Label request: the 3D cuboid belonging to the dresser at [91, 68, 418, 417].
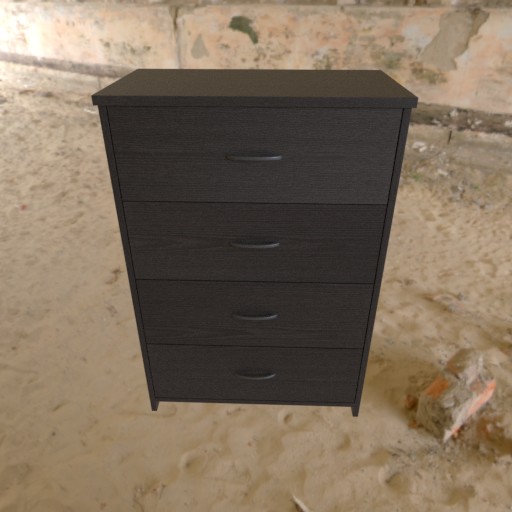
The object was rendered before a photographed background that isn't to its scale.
[{"bbox_3d":[0.000,0.000,1.373,0.704,1.020,0.399,1,31,2],"label":"dresser"}]
